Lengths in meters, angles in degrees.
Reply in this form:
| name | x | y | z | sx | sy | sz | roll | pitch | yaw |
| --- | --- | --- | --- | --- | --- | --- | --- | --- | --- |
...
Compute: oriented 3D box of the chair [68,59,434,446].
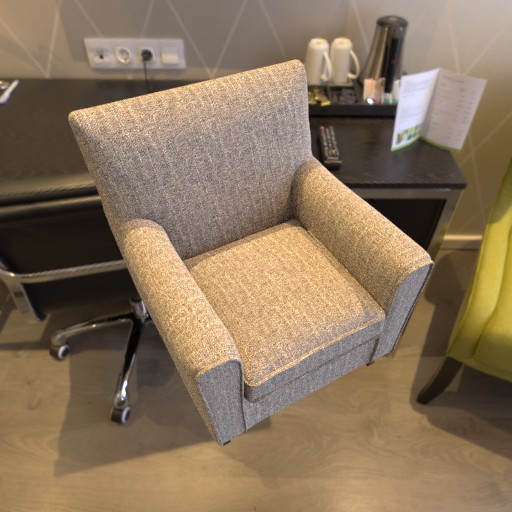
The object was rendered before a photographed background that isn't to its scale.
| name | x | y | z | sx | sy | sz | roll | pitch | yaw |
| --- | --- | --- | --- | --- | --- | --- | --- | --- | --- |
| chair | 0.000 | 0.000 | 1.578 | 0.864 | 0.928 | 0.873 | -22 | 49 | -20 |
